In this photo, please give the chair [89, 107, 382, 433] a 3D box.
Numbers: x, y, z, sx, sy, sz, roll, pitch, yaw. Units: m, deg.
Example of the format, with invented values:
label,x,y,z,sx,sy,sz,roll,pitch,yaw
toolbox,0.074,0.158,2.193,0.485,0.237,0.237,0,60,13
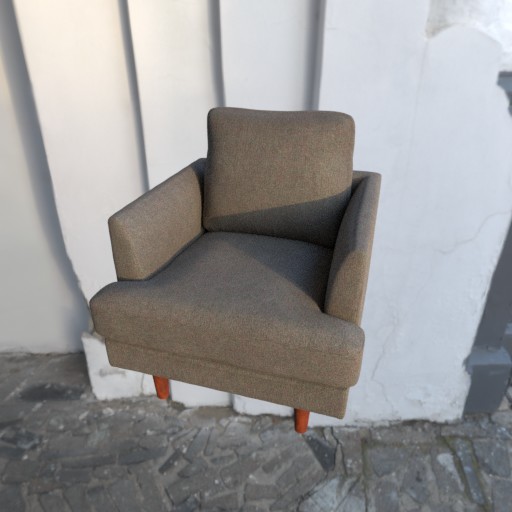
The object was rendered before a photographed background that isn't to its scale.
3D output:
label,x,y,z,sx,sy,sz,roll,pitch,yaw
chair,0.000,0.000,1.645,0.858,0.957,0.899,8,29,15
